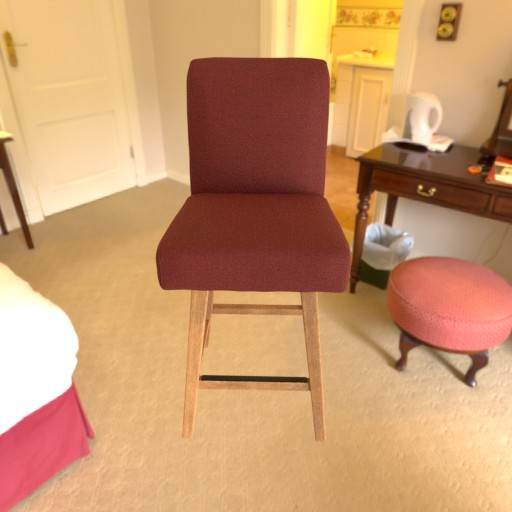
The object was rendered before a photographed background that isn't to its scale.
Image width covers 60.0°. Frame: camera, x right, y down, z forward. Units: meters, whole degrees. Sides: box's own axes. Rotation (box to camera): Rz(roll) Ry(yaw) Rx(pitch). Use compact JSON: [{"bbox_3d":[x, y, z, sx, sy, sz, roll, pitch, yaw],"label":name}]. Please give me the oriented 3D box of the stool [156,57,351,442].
[{"bbox_3d":[0.000,0.000,1.322,0.468,1.038,0.562,1,30,1],"label":"stool"}]
